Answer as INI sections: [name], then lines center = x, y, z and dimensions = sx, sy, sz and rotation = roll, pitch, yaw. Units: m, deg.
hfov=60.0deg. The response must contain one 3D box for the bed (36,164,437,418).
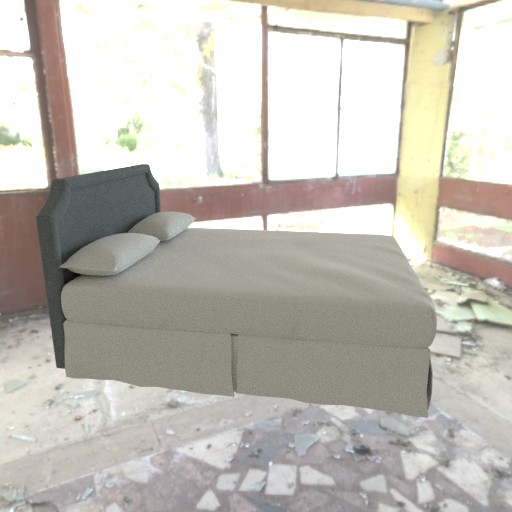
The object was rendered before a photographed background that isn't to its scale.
[bed]
center = 0.000, 0.000, 3.509
dimensions = 2.464, 1.306, 1.977
rotation = 3, 16, 9
